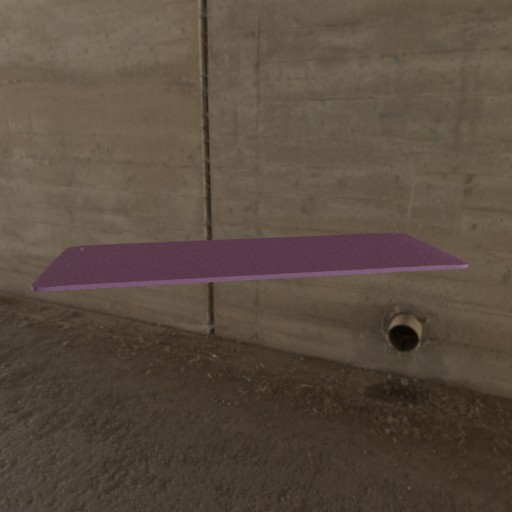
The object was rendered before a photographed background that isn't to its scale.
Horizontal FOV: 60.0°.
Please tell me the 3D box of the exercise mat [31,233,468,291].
[{"bbox_3d":[0.000,0.000,2.123,1.869,0.021,0.616,-3,17,-9],"label":"exercise mat"}]
